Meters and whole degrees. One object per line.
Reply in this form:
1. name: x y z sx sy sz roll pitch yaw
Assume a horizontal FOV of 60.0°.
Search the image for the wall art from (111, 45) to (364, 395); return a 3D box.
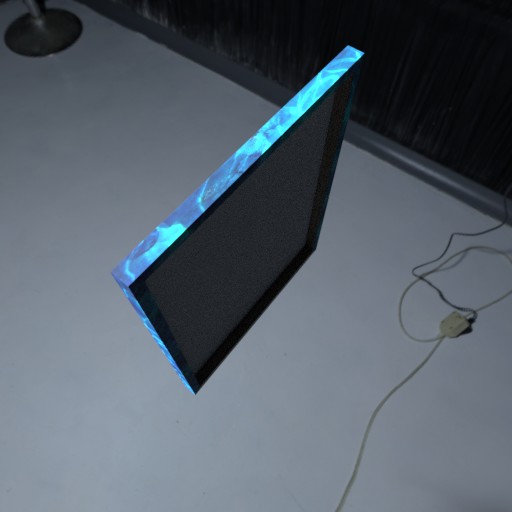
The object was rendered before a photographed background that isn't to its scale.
1. wall art: 0.000 0.000 1.058 0.038 0.760 0.609 35 67 17
